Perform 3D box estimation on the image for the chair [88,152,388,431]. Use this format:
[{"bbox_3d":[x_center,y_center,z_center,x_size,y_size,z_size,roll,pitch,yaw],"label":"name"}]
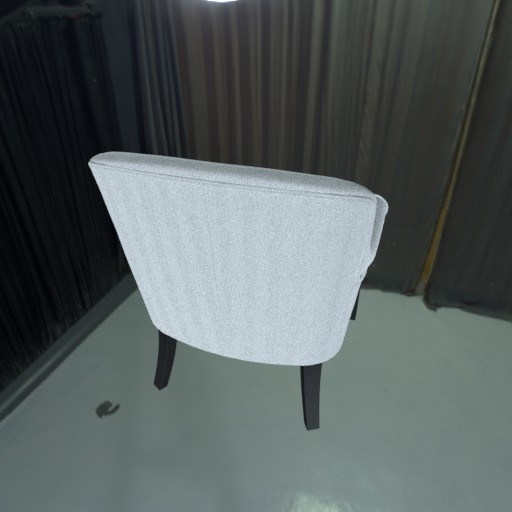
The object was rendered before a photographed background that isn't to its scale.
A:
[{"bbox_3d":[0.000,0.000,1.470,0.781,0.875,0.750,10,34,15],"label":"chair"}]
